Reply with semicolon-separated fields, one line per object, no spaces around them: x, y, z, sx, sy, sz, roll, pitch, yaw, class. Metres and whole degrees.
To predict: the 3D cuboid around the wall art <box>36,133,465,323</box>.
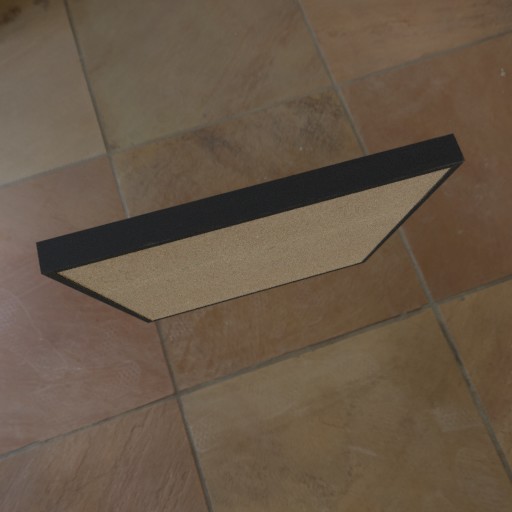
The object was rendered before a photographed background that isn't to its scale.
0.000;0.000;0.761;0.508;0.508;0.038;-15;76;-4;wall art
